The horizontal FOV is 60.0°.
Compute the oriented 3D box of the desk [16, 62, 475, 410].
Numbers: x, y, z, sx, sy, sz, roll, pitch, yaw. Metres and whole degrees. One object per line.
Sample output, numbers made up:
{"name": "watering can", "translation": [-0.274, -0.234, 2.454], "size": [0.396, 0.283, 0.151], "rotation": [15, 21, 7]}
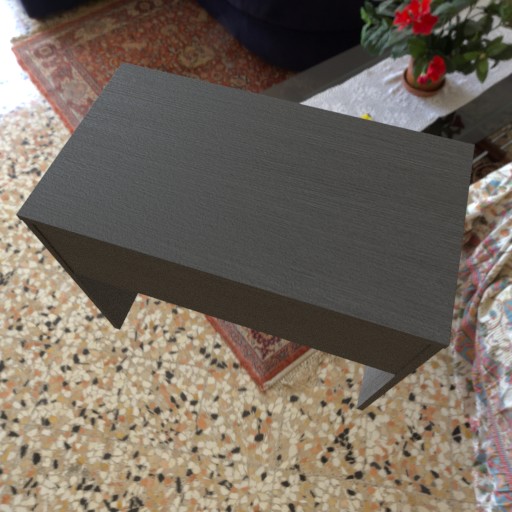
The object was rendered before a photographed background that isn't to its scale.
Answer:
{"name": "desk", "translation": [0.000, 0.000, 1.290], "size": [0.893, 0.724, 0.498], "rotation": [16, 63, 9]}
